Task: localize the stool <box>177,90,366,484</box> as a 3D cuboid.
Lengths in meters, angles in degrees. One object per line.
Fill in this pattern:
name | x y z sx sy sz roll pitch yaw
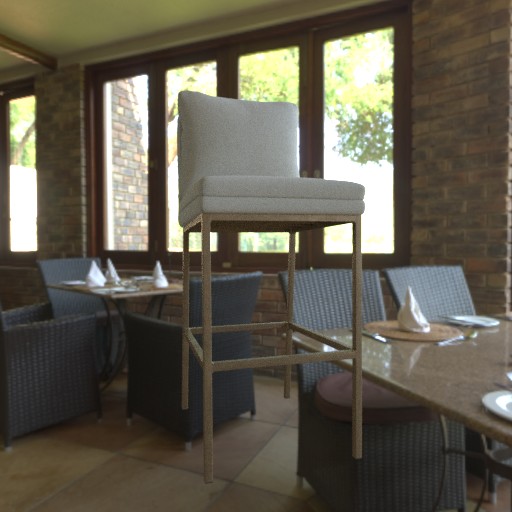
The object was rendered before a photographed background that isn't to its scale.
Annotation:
stool | 0.000 0.000 1.417 0.463 1.125 0.572 0 2 -17
